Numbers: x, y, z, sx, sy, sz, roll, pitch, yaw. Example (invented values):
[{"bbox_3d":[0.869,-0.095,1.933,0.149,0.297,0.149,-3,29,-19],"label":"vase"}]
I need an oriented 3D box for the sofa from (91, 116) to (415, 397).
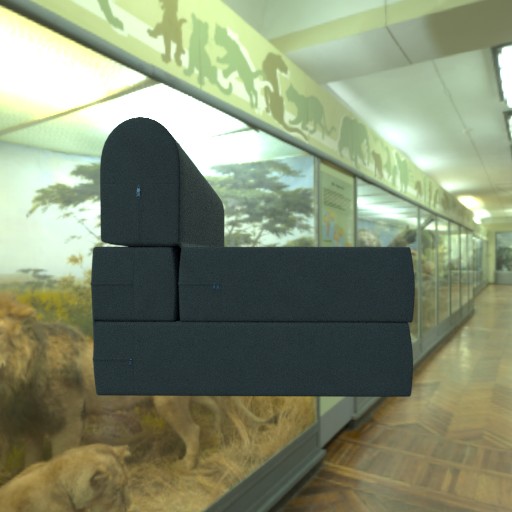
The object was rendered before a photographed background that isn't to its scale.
[{"bbox_3d":[0.000,0.000,1.635,0.762,0.660,1.219,0,0,1],"label":"sofa"}]
